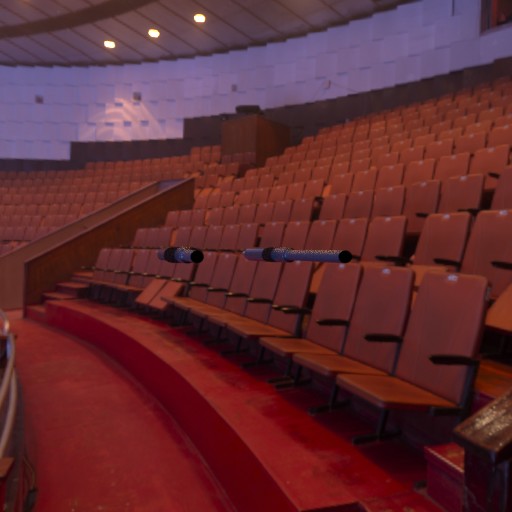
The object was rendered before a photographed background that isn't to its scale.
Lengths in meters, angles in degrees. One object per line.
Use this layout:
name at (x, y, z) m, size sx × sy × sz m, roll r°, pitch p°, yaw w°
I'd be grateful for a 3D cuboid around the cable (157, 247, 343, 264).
cable at (0.000, 0.000, 0.112) m, size 0.041 × 0.005 × 0.098 m, roll 0°, pitch 1°, yaw -18°
